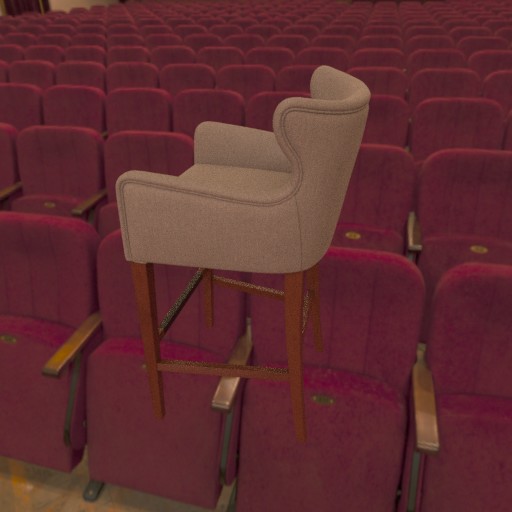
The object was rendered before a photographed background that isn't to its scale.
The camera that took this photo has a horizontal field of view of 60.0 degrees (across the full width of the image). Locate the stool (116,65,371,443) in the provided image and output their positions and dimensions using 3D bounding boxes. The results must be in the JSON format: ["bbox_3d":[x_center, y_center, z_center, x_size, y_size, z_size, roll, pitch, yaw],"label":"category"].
[{"bbox_3d":[0.000,0.000,1.381,0.575,1.047,0.575,7,31,13],"label":"stool"}]
